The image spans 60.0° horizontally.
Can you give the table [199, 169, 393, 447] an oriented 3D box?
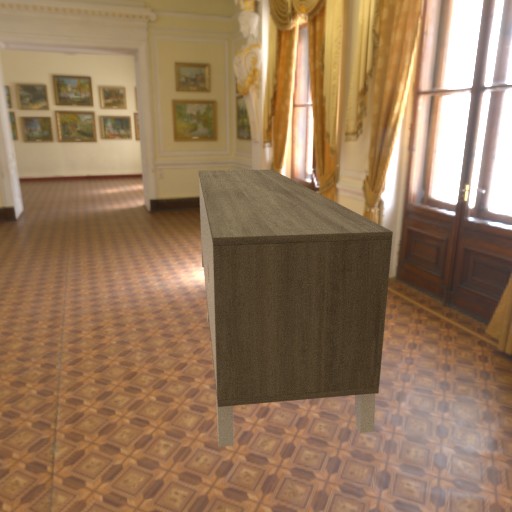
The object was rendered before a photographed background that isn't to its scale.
[{"bbox_3d":[0.000,0.000,1.746,0.400,0.530,1.500,-2,16,-8],"label":"table"}]
